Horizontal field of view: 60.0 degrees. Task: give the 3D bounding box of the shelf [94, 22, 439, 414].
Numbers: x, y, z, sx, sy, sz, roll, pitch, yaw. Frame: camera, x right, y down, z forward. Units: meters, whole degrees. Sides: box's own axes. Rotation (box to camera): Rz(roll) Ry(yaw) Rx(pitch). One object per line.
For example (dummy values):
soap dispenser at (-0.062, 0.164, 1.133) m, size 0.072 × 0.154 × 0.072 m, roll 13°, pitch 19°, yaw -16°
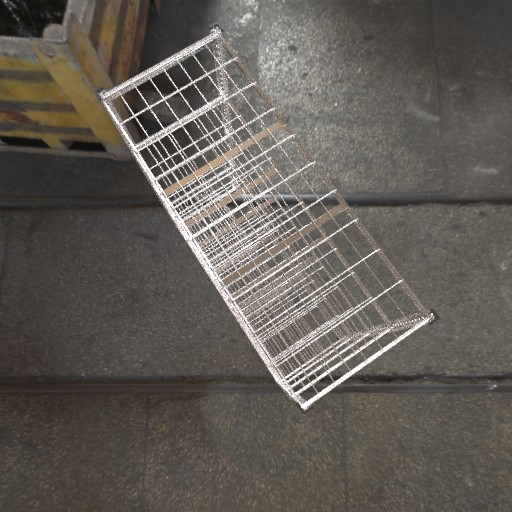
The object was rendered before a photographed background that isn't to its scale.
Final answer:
shelf at (0.000, 0.000, 2.686) m, size 0.610 × 1.981 × 1.524 m, roll -33°, pitch 79°, yaw -7°
